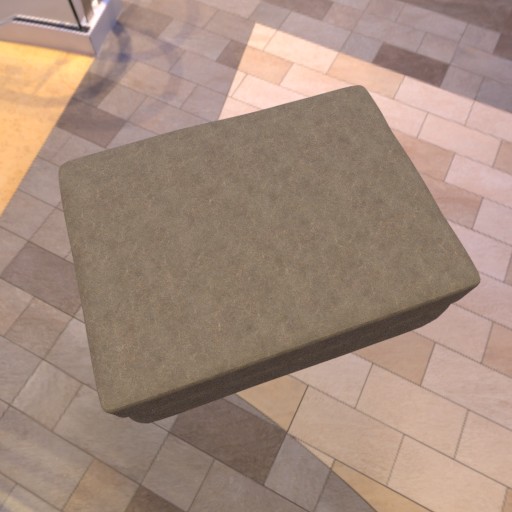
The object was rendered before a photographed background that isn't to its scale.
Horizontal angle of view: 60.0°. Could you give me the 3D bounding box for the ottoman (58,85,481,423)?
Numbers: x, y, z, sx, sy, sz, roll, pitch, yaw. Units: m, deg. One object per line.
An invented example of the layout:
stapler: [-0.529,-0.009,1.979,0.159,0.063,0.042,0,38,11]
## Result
ottoman: [0.000,0.000,1.205,0.839,0.464,0.639,-17,66,-8]
